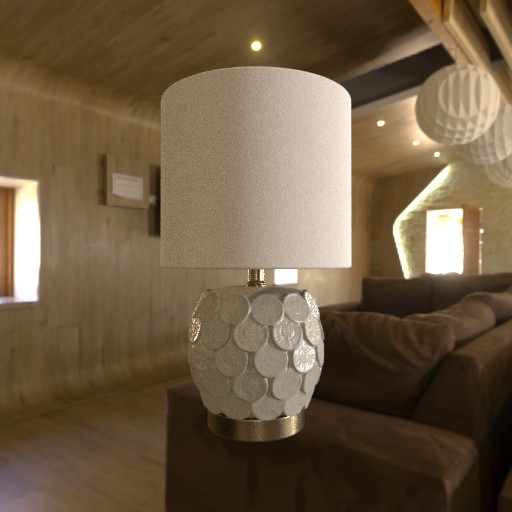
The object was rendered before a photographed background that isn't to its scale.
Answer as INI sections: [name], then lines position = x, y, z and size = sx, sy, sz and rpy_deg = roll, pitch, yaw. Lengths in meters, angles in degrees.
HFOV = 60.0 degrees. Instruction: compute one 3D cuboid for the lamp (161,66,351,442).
[lamp]
position = 0.000, 0.000, 0.604
size = 0.254, 0.452, 0.254
rpy_deg = 0, -1, 0
